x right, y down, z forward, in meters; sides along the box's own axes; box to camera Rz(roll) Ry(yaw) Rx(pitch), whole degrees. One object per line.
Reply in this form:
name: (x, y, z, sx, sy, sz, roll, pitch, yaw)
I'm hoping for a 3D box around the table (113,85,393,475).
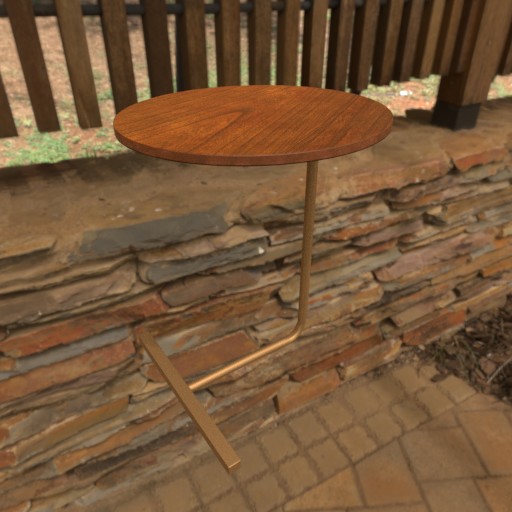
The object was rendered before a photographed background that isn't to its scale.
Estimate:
table: (0.000, 0.000, 1.105, 0.577, 0.706, 0.530, -20, 37, -29)
